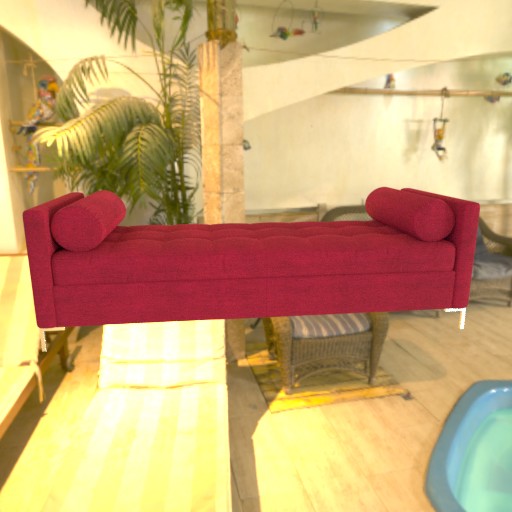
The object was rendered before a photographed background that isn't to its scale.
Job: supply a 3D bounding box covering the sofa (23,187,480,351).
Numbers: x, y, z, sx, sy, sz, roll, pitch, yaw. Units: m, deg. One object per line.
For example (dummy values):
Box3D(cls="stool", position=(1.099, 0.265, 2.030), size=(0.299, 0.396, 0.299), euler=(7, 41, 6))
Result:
Box3D(cls="sofa", position=(0.000, 0.000, 2.290), size=(1.981, 0.635, 0.686), euler=(-2, 14, -7))
